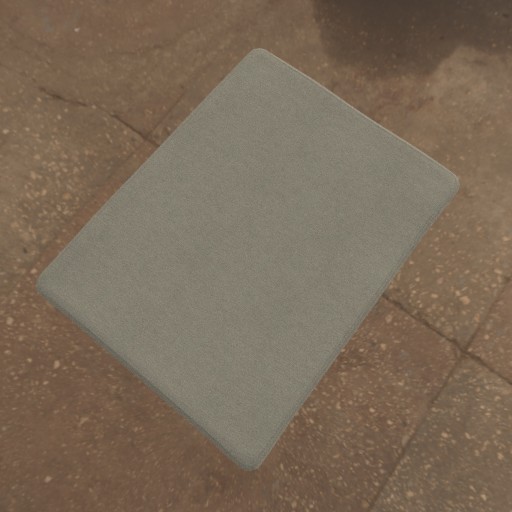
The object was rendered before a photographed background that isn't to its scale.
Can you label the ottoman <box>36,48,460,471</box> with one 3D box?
[{"bbox_3d":[0.000,0.000,1.223,0.648,0.461,0.833,37,78,10],"label":"ottoman"}]
